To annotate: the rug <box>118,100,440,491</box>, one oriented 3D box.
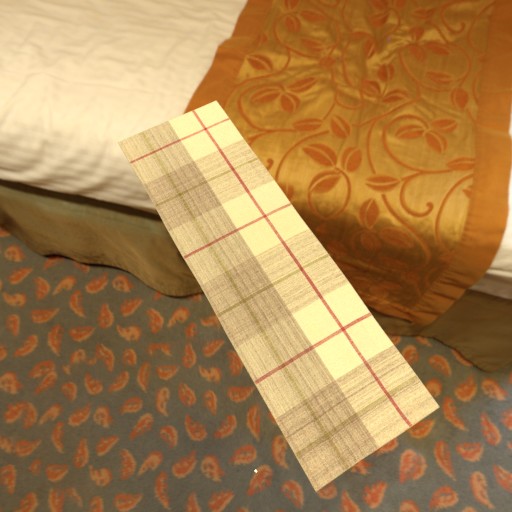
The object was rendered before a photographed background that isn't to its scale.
[{"bbox_3d":[0.000,0.000,2.649,0.762,0.013,2.439,-28,67,-13],"label":"rug"}]
